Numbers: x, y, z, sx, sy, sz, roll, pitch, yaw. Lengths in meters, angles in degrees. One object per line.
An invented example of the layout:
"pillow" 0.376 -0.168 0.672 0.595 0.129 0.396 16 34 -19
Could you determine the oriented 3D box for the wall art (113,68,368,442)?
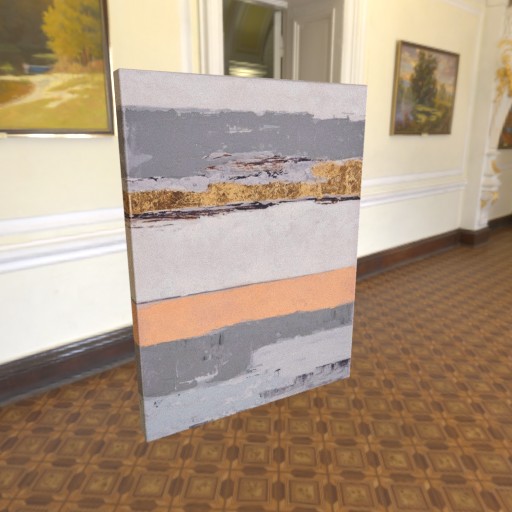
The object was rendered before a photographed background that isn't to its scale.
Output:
"wall art" 0.000 0.000 0.815 0.456 0.609 0.038 -8 17 -28
